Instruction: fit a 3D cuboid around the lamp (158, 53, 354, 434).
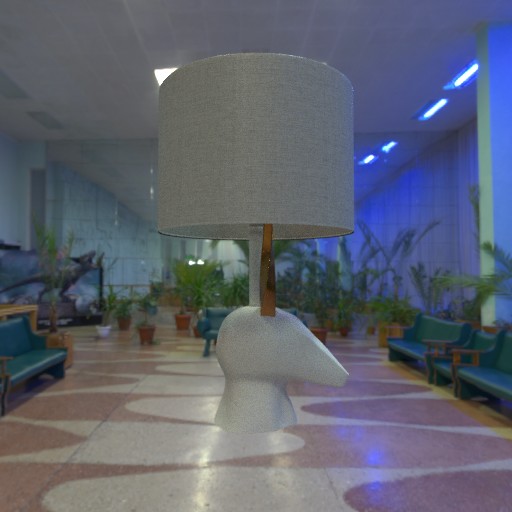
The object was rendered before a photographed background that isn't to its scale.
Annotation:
[{"bbox_3d":[0.000,0.000,0.688,0.298,0.503,0.298,0,-2,1],"label":"lamp"}]
